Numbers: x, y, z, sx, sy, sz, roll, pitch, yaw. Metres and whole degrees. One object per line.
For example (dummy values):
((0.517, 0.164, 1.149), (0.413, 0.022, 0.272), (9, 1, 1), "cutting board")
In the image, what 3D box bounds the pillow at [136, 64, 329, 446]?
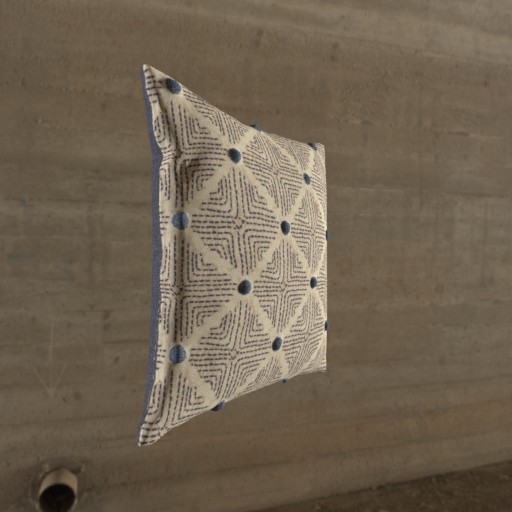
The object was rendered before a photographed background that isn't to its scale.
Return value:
((0.000, 0.000, 0.788), (0.145, 0.510, 0.510), (-1, -1, 37), "pillow")
